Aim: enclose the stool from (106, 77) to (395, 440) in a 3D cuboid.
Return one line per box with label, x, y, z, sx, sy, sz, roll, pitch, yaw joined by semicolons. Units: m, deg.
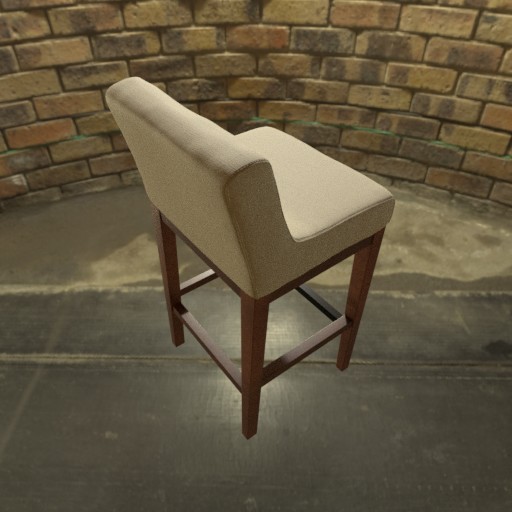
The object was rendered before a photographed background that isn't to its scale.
stool;0.000;0.000;1.248;0.500;0.937;0.511;-26;47;-27
